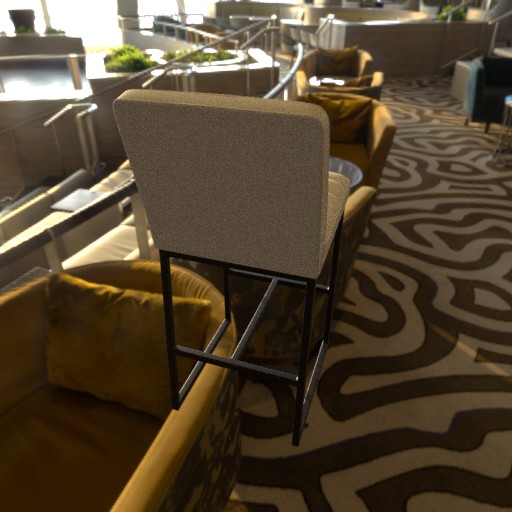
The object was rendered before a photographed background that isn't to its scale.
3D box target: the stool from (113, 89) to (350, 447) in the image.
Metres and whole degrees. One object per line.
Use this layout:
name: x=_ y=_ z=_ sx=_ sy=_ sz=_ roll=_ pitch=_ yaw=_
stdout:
stool: x=0.000 y=0.000 z=1.347 sx=0.460 sy=1.040 sz=0.560 roll=10 pitch=34 yaw=16
